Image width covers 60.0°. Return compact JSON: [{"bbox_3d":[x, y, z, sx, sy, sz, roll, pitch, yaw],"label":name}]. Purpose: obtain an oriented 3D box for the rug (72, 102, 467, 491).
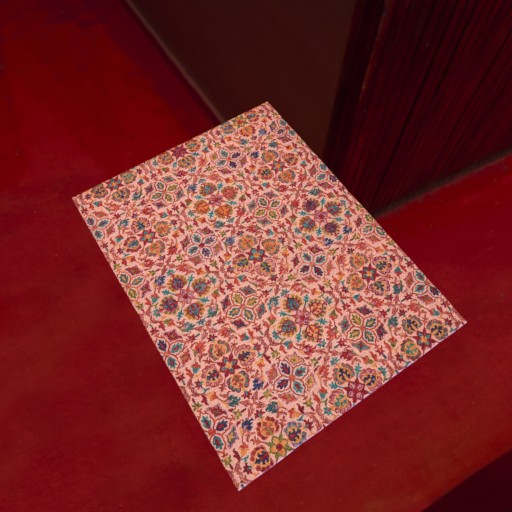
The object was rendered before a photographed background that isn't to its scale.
[{"bbox_3d":[0.000,0.000,4.291,2.446,0.020,3.215,-31,68,-14],"label":"rug"}]
